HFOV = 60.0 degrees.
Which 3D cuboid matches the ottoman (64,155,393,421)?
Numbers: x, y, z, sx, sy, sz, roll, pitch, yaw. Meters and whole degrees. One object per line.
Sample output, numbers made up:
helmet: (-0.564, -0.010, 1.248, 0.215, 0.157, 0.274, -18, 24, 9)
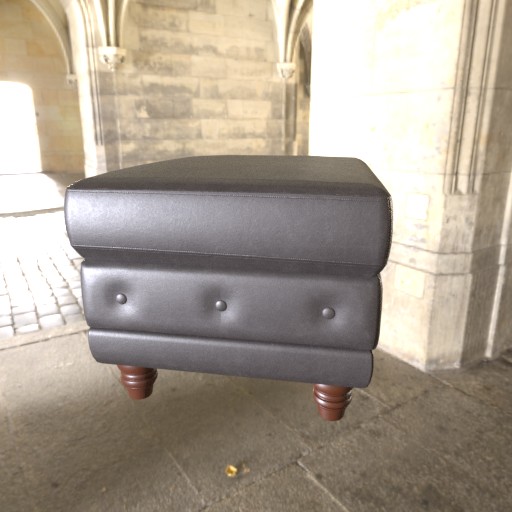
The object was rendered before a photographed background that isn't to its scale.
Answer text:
ottoman: (0.000, 0.000, 1.174, 0.590, 0.498, 0.795, 3, 16, 10)
